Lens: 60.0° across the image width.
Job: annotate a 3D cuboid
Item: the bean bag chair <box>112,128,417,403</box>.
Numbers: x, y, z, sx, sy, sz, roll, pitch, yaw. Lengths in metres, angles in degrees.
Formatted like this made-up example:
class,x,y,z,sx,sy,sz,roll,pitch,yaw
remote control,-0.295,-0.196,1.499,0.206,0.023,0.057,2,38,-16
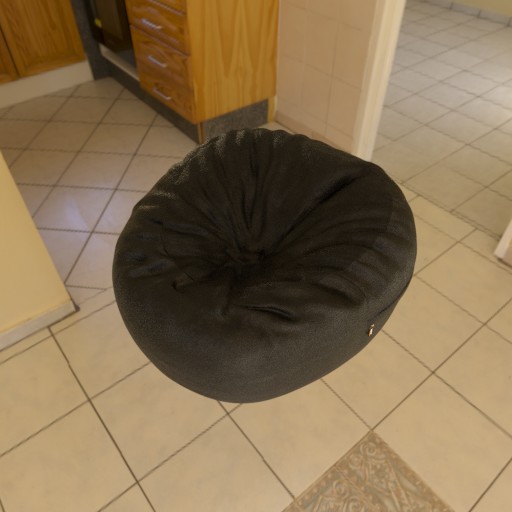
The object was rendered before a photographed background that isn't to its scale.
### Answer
class,x,y,z,sx,sy,sz,roll,pitch,yaw
bean bag chair,0.000,0.000,2.446,1.524,0.878,1.524,32,53,28
